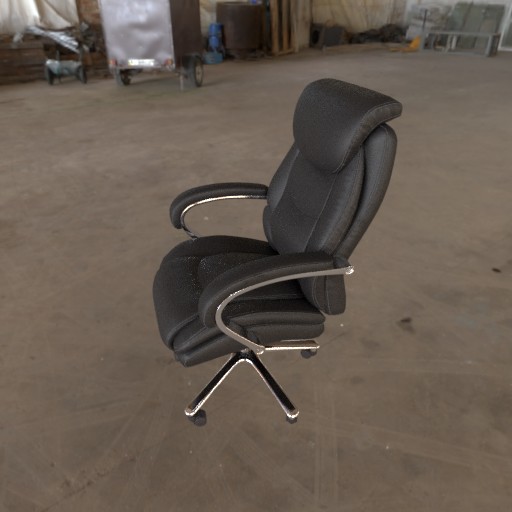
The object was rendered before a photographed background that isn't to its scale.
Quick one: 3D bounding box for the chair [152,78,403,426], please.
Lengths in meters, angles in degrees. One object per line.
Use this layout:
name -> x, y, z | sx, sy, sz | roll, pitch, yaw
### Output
chair -> 0.000, 0.000, 1.677 | 0.790, 1.183, 0.755 | -9, 32, -15
